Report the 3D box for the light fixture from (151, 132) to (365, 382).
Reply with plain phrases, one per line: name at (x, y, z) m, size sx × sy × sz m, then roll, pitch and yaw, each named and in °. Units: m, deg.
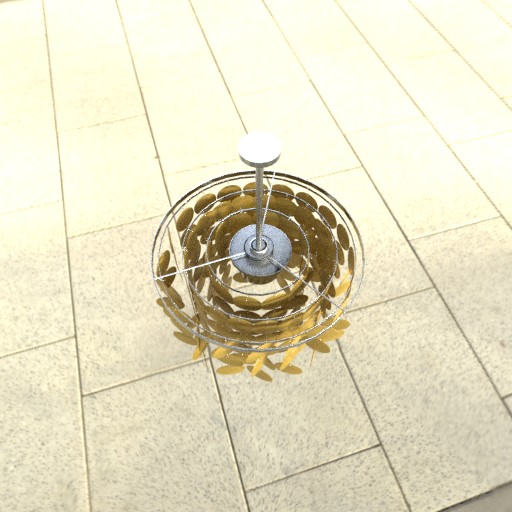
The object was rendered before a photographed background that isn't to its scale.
light fixture at (0.000, 0.000, 0.753) m, size 0.368 × 0.492 × 0.368 m, roll 0°, pitch 58°, yaw 0°
